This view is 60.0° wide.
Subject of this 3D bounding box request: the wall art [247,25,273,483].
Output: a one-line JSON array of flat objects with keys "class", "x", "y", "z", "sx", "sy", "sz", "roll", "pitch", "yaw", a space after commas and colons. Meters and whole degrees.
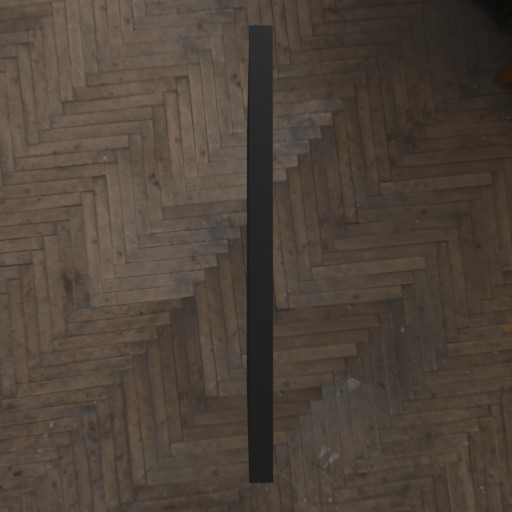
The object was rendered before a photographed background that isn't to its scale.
[{"class": "wall art", "x": 0.000, "y": 0.000, "z": 0.768, "sx": 0.029, "sy": 0.457, "sz": 0.558, "roll": 0, "pitch": 88, "yaw": -2}]
